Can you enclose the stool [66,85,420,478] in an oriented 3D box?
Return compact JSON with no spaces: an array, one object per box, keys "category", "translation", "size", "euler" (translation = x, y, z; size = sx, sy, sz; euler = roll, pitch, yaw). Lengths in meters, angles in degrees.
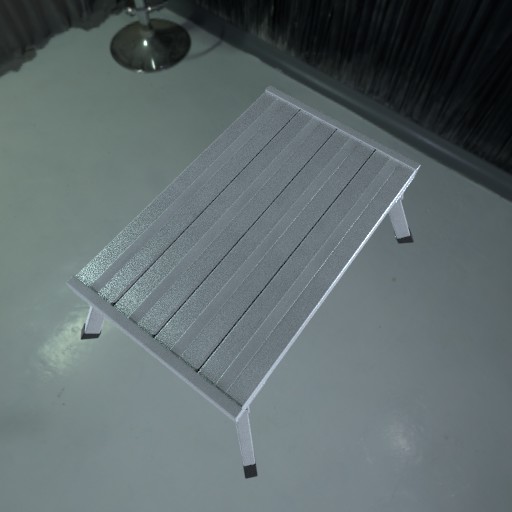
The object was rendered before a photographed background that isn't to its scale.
[{"category":"stool","translation":[0.000,0.000,0.722],"size":[0.385,0.225,0.535],"euler":[34,67,16]}]
